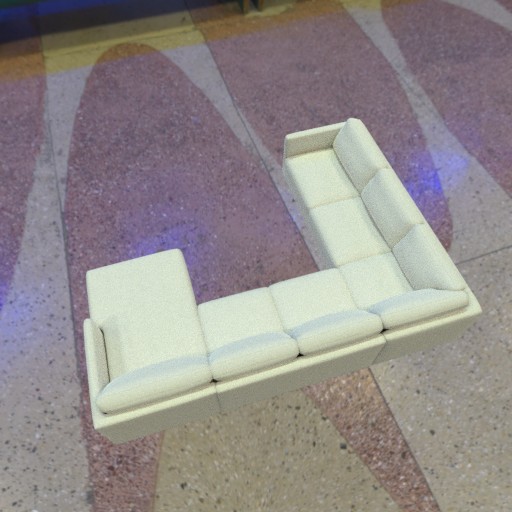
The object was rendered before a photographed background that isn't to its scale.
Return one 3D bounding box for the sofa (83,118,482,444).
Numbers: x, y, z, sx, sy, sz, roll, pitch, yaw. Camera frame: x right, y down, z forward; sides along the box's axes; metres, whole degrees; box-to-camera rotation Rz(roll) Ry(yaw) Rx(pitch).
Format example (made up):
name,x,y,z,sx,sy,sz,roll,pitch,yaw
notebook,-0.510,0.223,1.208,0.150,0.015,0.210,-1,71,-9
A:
name,x,y,z,sx,sy,sz,roll,pitch,yaw
sofa,0.000,0.000,4.306,3.238,0.853,2.551,-14,58,-9
